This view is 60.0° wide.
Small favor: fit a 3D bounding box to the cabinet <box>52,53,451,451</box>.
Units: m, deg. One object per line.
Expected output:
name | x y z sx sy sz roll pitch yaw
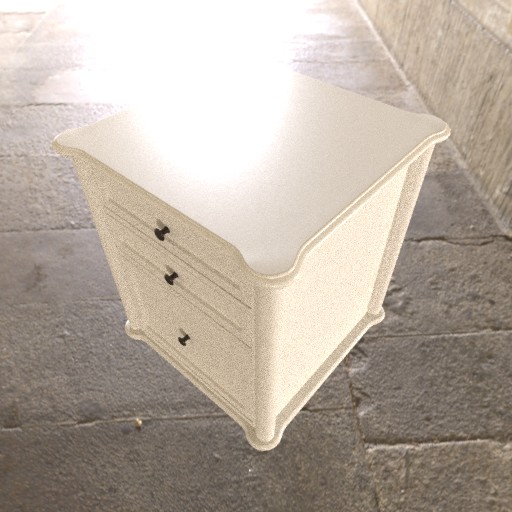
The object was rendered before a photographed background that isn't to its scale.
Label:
cabinet | 0.000 0.000 1.206 0.628 0.761 0.627 32 54 27
